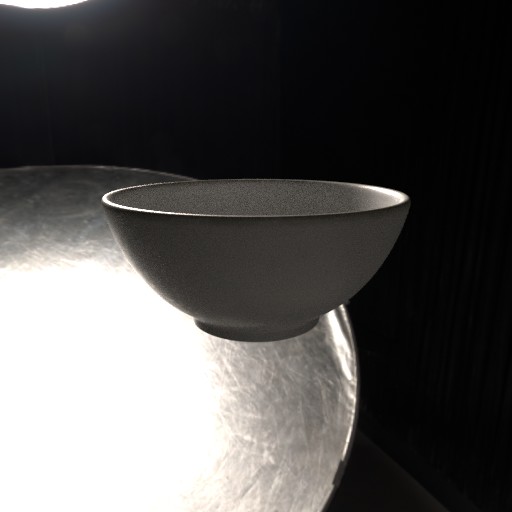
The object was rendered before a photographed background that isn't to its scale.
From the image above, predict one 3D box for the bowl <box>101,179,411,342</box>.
[{"bbox_3d":[0.000,0.000,0.420,0.268,0.121,0.268,0,15,0],"label":"bowl"}]
